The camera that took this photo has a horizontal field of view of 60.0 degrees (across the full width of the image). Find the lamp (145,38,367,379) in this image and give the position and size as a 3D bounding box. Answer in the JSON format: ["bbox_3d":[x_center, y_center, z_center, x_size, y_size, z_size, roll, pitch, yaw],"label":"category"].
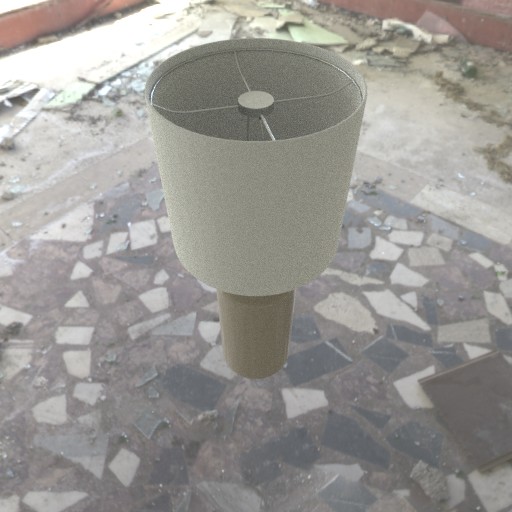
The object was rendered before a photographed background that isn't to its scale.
[{"bbox_3d":[0.000,0.000,0.606,0.212,0.493,0.212,-10,48,-9],"label":"lamp"}]
